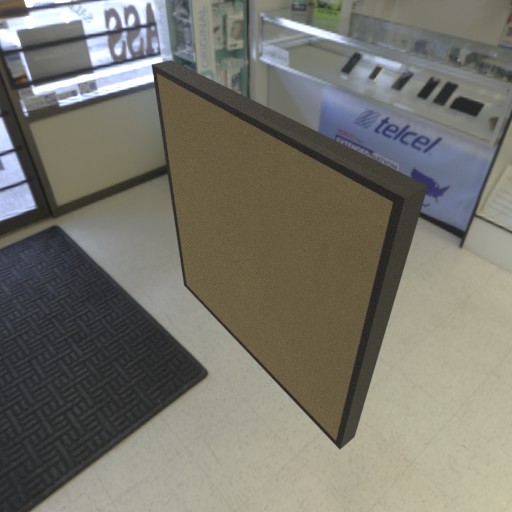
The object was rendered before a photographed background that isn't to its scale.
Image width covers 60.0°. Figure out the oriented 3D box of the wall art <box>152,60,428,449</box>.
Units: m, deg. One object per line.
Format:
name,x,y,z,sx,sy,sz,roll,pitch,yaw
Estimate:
wall art,0.000,0.000,0.751,0.037,0.507,0.509,-27,47,-28
